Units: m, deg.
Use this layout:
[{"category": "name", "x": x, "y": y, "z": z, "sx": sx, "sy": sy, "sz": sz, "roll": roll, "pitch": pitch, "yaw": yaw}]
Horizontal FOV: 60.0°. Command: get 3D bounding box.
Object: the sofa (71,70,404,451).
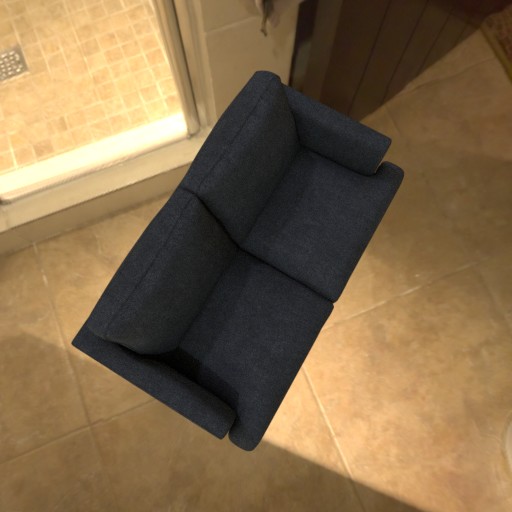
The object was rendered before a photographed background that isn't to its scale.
[{"category": "sofa", "x": 0.000, "y": 0.000, "z": 2.172, "sx": 0.903, "sy": 0.944, "sz": 1.582, "roll": 30, "pitch": 78, "yaw": 7}]
